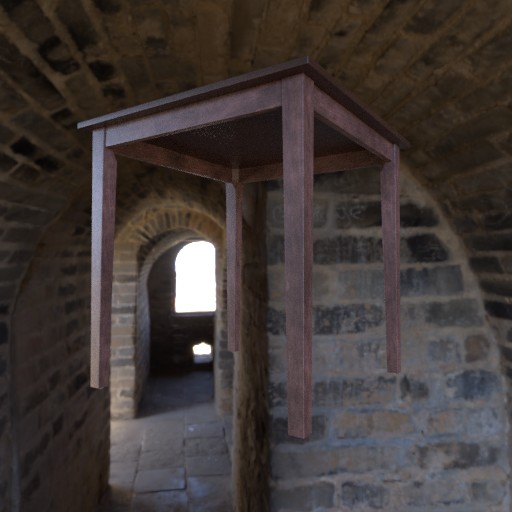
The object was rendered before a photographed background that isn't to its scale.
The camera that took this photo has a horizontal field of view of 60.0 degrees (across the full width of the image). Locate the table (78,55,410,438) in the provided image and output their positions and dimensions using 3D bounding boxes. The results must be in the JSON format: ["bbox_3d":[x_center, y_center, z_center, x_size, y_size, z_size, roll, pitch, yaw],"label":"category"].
[{"bbox_3d":[0.000,0.000,1.384,0.749,0.770,0.749,-1,-2,34],"label":"table"}]
